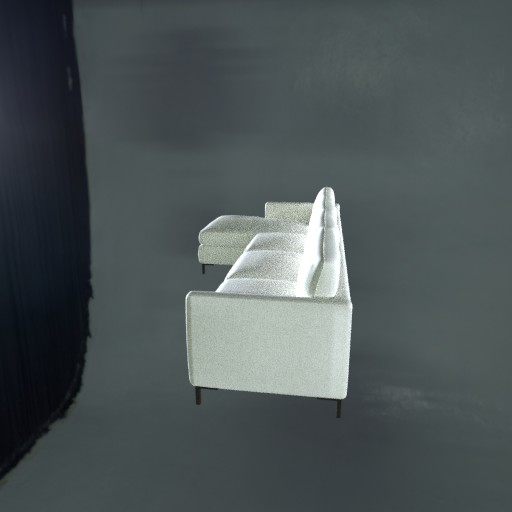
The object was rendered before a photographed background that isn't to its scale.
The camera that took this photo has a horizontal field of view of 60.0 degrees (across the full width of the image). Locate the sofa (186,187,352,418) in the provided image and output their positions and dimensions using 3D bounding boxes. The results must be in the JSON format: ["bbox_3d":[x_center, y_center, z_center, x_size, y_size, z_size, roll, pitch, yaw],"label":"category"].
[{"bbox_3d":[0.000,0.000,3.823,1.467,0.875,3.186,2,16,9],"label":"sofa"}]
